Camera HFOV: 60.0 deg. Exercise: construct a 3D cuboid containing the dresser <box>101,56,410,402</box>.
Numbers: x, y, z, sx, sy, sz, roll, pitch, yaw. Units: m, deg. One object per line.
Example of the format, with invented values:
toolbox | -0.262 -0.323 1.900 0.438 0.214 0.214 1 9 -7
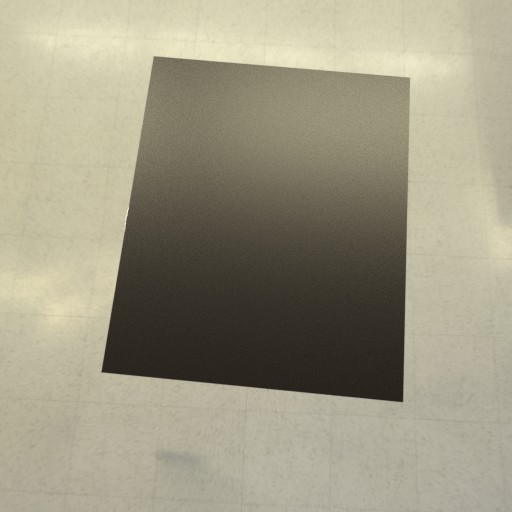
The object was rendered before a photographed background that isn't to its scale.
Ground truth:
dresser | 0.000 0.000 0.759 0.360 0.470 0.400 5 77 1
